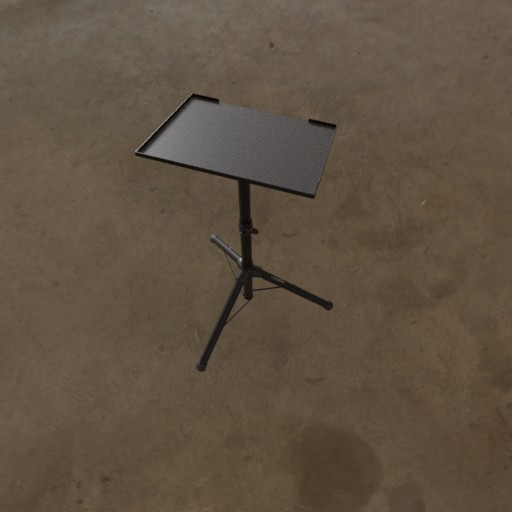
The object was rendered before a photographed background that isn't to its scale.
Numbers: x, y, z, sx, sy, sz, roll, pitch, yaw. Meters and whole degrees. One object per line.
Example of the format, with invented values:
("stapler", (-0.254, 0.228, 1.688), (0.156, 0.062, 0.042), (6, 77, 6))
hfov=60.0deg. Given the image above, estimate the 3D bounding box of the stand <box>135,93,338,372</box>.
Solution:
("stand", (0.000, 0.000, 1.638), (0.702, 1.198, 0.702), (15, 63, 8))
